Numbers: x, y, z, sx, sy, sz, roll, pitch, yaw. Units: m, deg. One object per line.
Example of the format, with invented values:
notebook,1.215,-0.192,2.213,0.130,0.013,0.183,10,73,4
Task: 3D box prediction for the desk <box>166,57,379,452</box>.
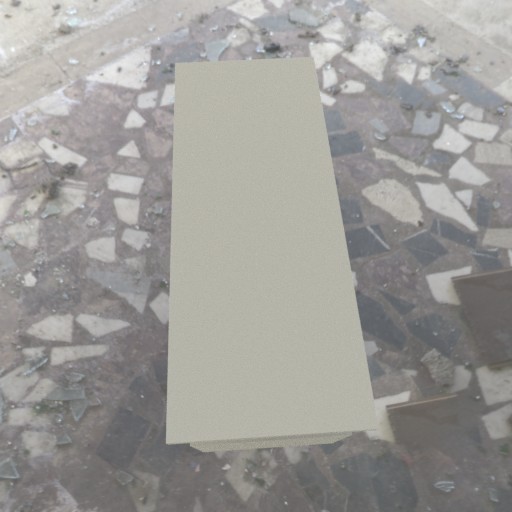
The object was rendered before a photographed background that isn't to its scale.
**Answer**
desk,0.000,0.000,1.936,0.603,0.773,1.530,-3,64,-2
